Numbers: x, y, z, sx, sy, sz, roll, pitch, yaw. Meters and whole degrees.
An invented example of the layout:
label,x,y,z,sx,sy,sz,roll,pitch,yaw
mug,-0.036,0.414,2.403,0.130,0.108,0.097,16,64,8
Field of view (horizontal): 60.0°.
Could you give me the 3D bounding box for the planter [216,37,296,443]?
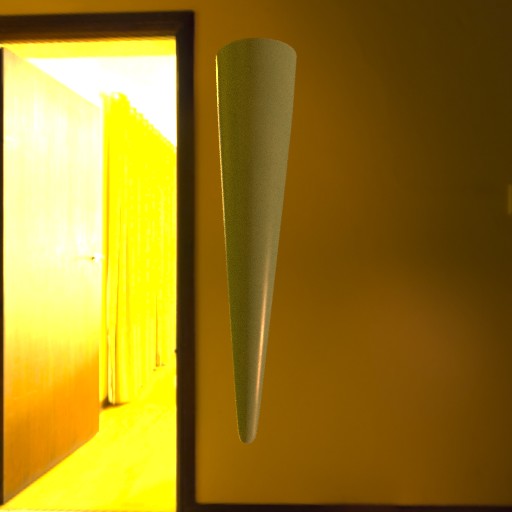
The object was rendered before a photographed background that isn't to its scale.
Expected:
label,x,y,z,sx,sy,sz,roll,pitch,yaw
planter,0.000,0.000,0.299,0.054,0.268,0.055,0,0,-18
